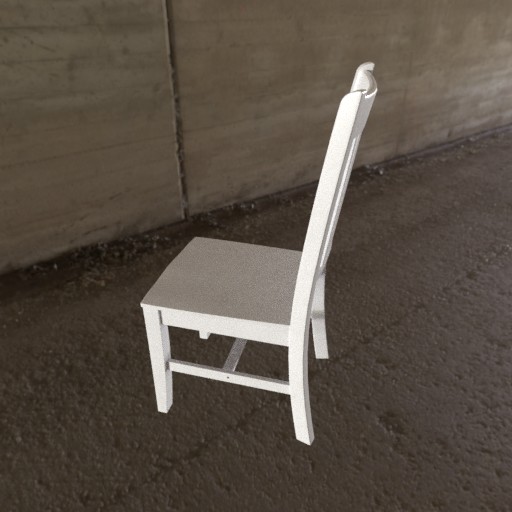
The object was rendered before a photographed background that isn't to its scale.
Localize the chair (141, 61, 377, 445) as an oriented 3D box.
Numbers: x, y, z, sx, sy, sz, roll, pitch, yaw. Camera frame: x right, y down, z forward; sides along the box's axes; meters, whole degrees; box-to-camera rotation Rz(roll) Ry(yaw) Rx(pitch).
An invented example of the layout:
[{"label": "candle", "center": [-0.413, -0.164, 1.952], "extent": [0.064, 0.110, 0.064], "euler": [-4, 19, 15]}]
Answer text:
[{"label": "chair", "center": [0.000, 0.000, 1.276], "extent": [0.555, 0.998, 0.450], "euler": [8, 31, 13]}]
